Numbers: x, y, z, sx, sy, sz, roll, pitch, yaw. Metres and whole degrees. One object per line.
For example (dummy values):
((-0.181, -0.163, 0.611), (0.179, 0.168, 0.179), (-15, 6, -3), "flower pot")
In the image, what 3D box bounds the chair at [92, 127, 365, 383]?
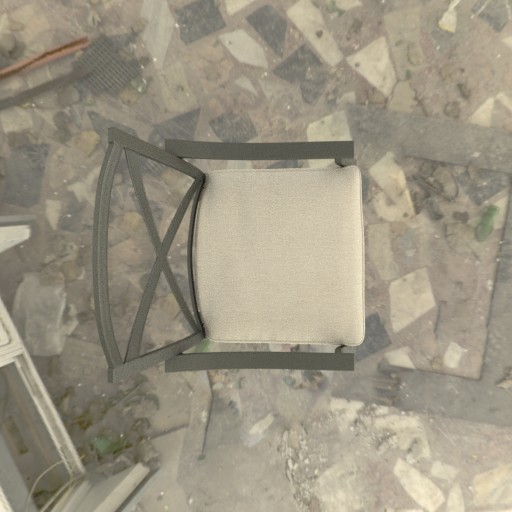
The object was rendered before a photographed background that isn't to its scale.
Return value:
((0.000, 0.000, 1.281), (0.620, 0.889, 0.575), (0, 90, 1), "chair")
